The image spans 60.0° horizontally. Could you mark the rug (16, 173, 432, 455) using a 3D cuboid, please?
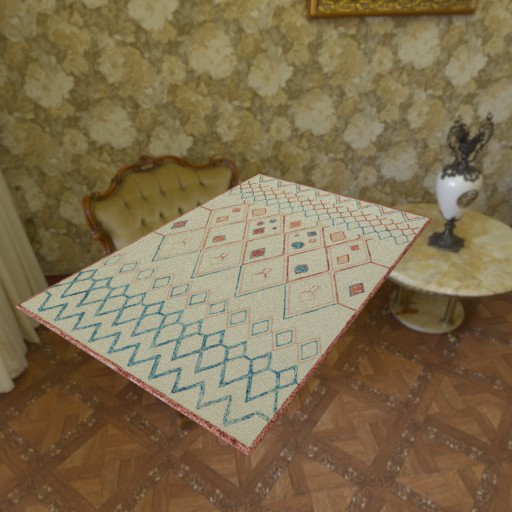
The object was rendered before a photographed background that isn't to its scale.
[{"bbox_3d":[0.000,0.000,2.228,1.219,0.016,1.829,20,37,29],"label":"rug"}]
